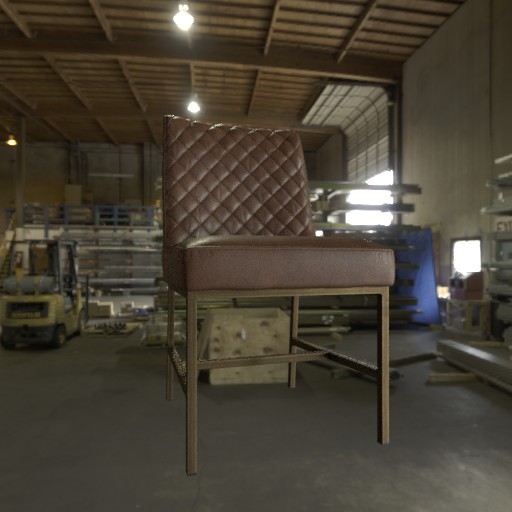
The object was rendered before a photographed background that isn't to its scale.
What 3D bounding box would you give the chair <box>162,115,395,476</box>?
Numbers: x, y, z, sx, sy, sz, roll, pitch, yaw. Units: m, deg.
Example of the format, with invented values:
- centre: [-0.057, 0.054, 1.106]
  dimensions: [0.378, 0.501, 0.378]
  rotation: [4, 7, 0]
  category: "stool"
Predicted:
- centre: [0.000, 0.000, 1.227]
  dimensions: [0.508, 0.889, 0.587]
  rotation: [0, 0, -19]
  category: "chair"
